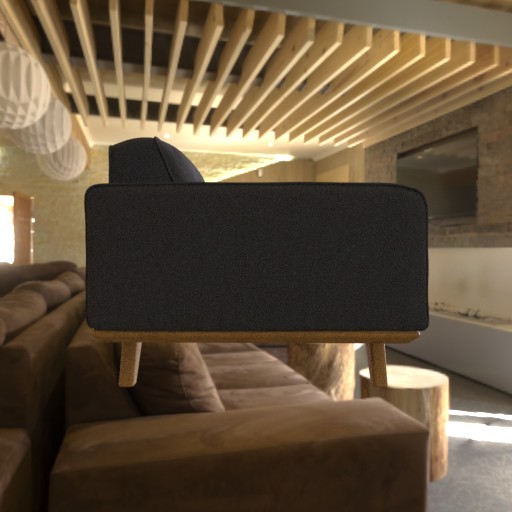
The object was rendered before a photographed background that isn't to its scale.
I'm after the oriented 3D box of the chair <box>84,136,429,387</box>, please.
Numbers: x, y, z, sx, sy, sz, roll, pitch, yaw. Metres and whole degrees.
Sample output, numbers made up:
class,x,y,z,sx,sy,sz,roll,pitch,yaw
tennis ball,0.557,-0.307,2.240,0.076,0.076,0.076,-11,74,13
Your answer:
class,x,y,z,sx,sy,sz,roll,pitch,yaw
chair,0.000,0.000,1.740,0.953,0.783,1.118,0,1,0
